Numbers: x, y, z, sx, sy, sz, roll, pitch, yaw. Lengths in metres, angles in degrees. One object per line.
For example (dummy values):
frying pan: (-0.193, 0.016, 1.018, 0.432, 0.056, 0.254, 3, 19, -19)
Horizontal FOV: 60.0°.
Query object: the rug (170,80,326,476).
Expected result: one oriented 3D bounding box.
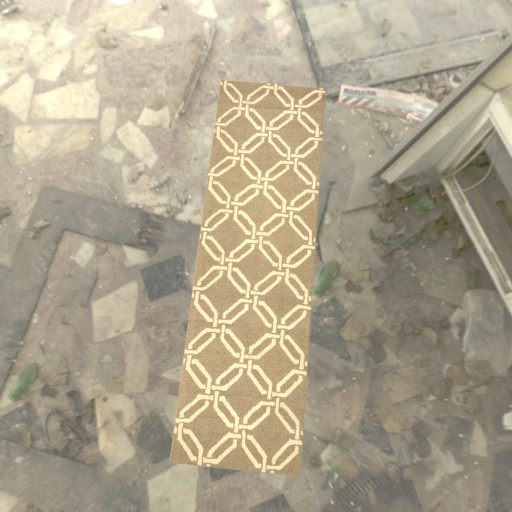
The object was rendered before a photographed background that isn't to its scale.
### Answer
rug: (0.000, 0.000, 2.555, 0.678, 0.014, 2.276, 5, 76, 1)
